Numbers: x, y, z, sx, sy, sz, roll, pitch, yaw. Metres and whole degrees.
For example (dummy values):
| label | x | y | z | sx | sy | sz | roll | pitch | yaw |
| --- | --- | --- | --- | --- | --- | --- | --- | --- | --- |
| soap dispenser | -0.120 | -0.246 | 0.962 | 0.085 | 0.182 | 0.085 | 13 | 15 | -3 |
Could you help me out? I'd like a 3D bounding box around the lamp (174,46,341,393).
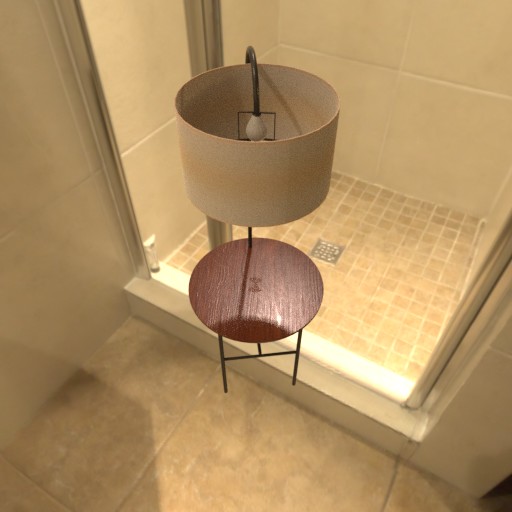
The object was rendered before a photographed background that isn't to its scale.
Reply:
| label | x | y | z | sx | sy | sz | roll | pitch | yaw |
| --- | --- | --- | --- | --- | --- | --- | --- | --- | --- |
| lamp | 0.000 | 0.000 | 1.761 | 0.573 | 1.517 | 0.573 | 0 | 46 | 0 |
